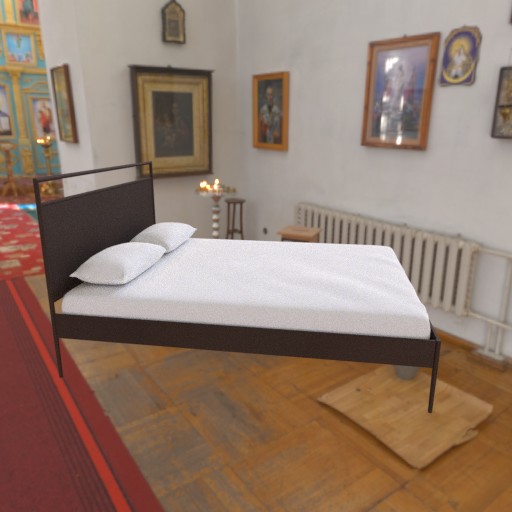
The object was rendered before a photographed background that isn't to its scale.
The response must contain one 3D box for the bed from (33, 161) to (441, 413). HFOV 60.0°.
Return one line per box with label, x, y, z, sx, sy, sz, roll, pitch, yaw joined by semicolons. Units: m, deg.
bed;0.000;0.000;3.056;2.122;1.173;1.572;3;16;9
